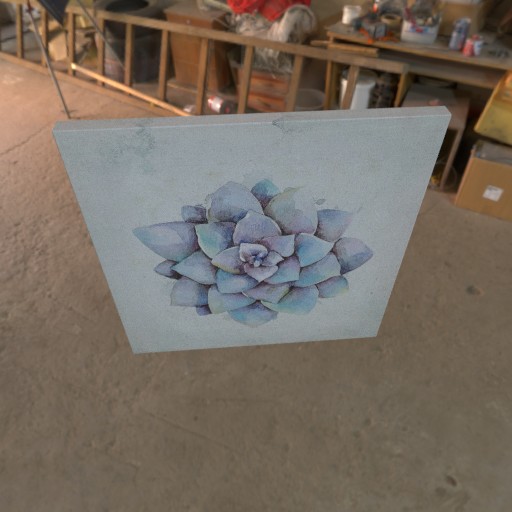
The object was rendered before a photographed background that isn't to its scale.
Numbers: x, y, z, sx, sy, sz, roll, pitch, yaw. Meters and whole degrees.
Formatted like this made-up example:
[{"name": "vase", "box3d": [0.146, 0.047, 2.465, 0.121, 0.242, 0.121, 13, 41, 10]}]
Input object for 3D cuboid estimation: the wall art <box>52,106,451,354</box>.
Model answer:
[{"name": "wall art", "box3d": [0.000, 0.000, 1.125, 0.762, 0.762, 0.038, -3, 46, -3]}]
